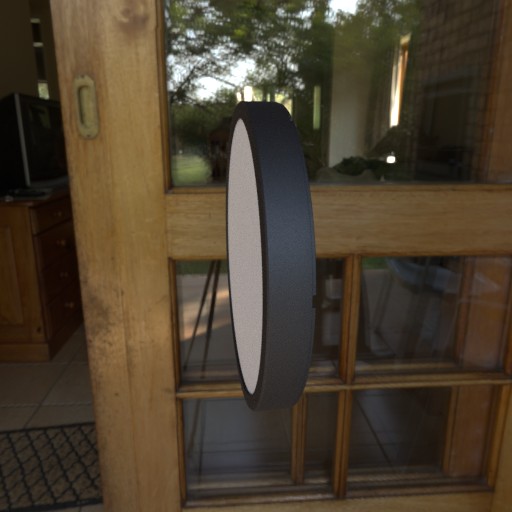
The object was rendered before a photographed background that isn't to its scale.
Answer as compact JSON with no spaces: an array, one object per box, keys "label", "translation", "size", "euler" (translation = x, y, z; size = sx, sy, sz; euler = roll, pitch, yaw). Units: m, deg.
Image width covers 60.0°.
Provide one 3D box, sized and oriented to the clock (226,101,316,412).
[{"label":"clock","translation":[0.000,0.000,0.444],"size":[0.040,0.293,0.293],"euler":[-2,15,-9]}]
